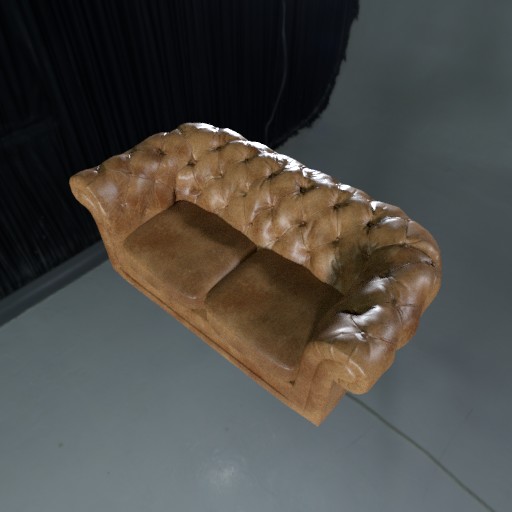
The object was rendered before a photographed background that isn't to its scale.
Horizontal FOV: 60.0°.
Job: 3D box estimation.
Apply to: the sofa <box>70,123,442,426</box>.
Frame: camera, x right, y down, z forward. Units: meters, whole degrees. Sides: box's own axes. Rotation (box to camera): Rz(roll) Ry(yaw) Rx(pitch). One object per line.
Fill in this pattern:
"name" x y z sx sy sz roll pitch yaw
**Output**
"sofa" 0.000 0.000 2.601 1.979 0.877 1.042 32 54 26
